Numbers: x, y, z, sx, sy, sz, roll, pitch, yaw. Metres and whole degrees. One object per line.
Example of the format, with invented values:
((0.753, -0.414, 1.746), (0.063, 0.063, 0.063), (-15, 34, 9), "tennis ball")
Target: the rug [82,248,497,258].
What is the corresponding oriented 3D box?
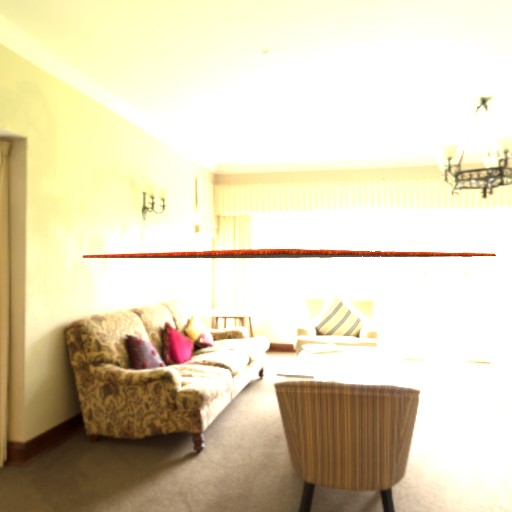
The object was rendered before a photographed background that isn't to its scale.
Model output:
((0.000, 0.000, 2.266), (1.230, 0.018, 1.835), (0, -1, -36), "rug")
